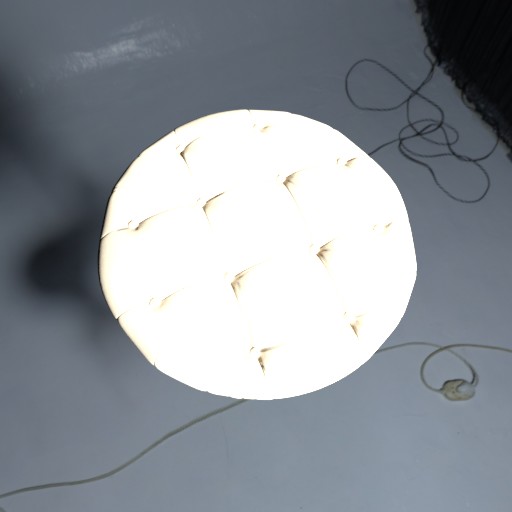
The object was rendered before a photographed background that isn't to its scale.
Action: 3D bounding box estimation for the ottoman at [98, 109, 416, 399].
[{"bbox_3d":[0.000,0.000,1.377,0.901,0.439,0.901,0,63,0],"label":"ottoman"}]
